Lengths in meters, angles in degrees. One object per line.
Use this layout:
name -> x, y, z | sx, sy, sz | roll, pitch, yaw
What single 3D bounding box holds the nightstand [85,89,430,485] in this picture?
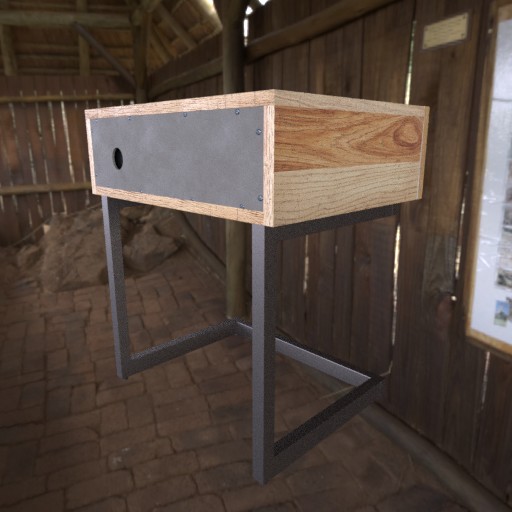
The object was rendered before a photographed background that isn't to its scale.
nightstand -> 0.000, 0.000, 0.999 | 0.481, 0.632, 0.558 | -14, 20, -43
